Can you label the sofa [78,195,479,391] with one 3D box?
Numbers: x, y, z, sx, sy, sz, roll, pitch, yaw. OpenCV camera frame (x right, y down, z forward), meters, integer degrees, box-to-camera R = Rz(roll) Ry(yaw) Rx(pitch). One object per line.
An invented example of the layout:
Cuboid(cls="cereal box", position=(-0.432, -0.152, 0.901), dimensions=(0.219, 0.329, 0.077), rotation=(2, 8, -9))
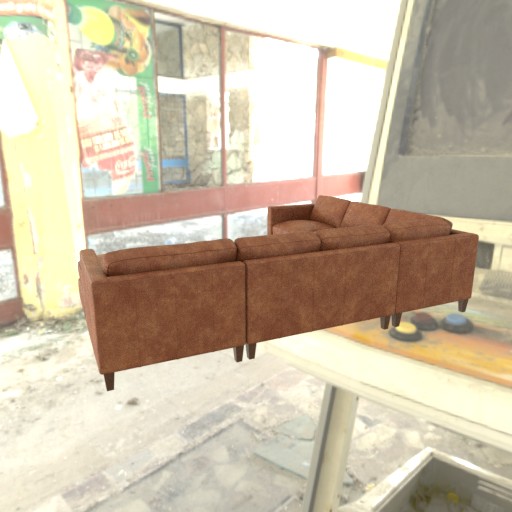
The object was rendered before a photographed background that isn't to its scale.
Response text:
Cuboid(cls="sofa", position=(0.000, 0.000, 4.456), dimensions=(3.324, 0.888, 2.452), rotation=(-7, 16, -24))
